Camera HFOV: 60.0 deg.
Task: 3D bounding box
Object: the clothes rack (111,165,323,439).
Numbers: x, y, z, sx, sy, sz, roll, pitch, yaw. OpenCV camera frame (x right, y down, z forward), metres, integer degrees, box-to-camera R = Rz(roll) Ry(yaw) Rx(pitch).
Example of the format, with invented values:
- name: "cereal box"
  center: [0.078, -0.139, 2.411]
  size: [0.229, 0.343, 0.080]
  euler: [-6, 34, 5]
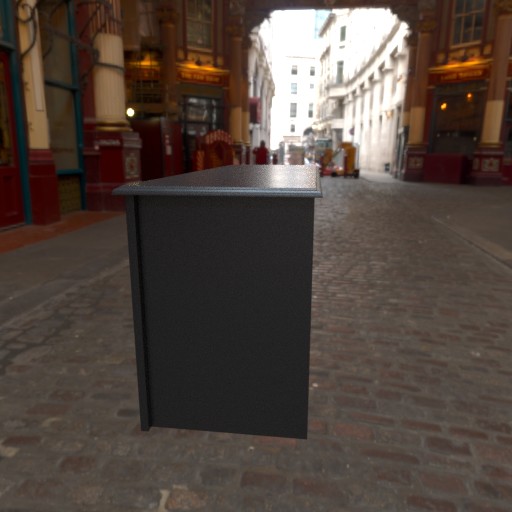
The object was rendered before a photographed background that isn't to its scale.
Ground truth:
- name: "clothes rack"
  center: [0.000, 0.000, 1.484]
  size: [0.406, 0.556, 1.219]
  euler: [2, 14, 7]
